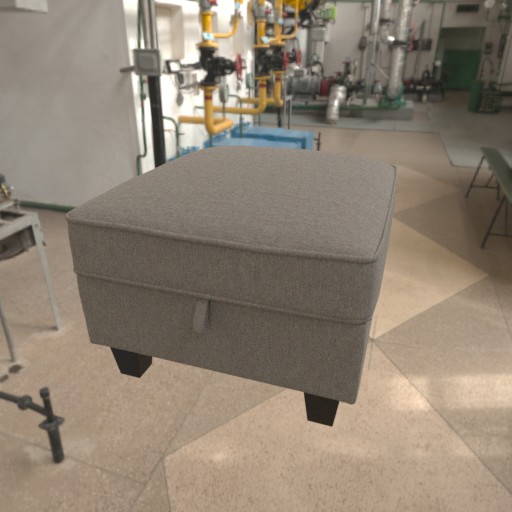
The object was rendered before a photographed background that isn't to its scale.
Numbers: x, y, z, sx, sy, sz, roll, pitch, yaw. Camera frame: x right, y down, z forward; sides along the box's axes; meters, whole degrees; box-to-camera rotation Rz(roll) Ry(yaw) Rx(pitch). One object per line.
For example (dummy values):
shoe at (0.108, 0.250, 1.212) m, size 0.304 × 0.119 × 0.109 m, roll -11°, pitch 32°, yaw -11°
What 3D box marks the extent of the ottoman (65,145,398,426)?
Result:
ottoman at (0.000, 0.000, 1.439) m, size 0.808 × 0.612 × 0.871 m, roll 8°, pitch 27°, yaw 17°
